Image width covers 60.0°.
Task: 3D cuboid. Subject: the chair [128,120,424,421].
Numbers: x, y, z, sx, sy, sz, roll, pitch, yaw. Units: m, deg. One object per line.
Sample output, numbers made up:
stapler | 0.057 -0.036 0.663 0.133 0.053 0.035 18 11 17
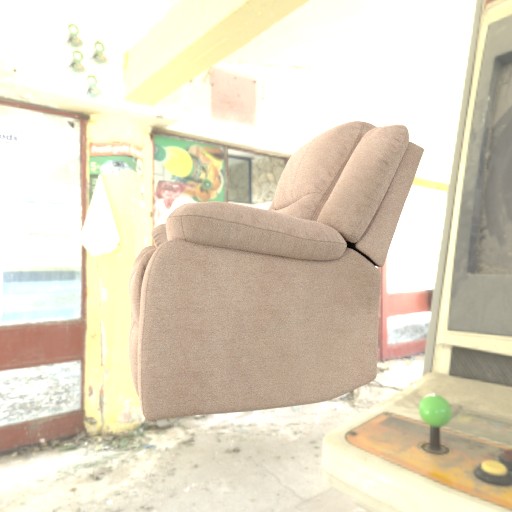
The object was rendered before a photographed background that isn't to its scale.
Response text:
chair | 0.000 0.000 1.715 0.944 1.008 0.899 0 -1 -17
